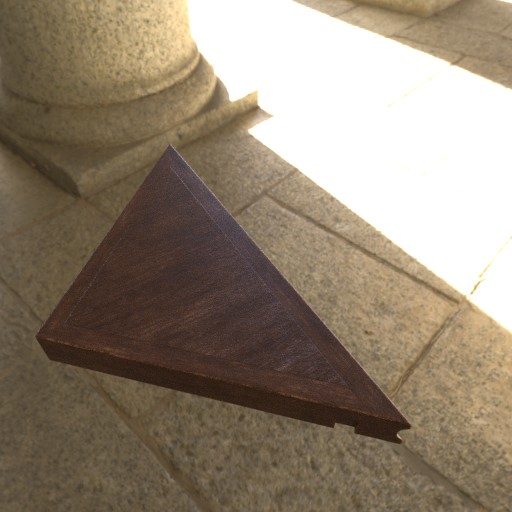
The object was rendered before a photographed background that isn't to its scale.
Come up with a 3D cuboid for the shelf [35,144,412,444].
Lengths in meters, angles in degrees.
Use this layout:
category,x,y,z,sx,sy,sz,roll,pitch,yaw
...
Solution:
category,x,y,z,sx,sy,sz,roll,pitch,yaw
shelf,0.000,0.000,0.443,0.296,0.035,0.296,10,47,10
